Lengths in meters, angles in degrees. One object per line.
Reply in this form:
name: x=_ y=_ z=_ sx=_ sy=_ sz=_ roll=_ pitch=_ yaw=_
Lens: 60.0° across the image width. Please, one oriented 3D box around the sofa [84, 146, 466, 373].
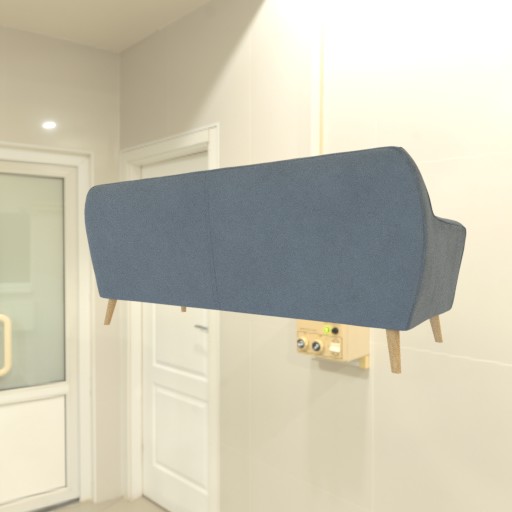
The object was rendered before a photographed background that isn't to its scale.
sofa: x=0.000 y=0.000 z=2.403 sx=1.975 sy=0.832 sz=0.841 roll=1 pitch=1 yaw=36
